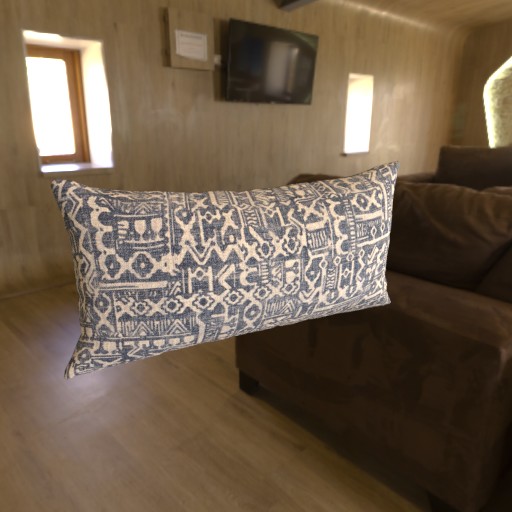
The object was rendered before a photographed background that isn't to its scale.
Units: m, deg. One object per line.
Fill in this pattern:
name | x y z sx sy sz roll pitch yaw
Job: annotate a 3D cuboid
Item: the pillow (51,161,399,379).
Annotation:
pillow | 0.000 0.000 0.746 0.631 0.292 0.148 -8 18 -26
